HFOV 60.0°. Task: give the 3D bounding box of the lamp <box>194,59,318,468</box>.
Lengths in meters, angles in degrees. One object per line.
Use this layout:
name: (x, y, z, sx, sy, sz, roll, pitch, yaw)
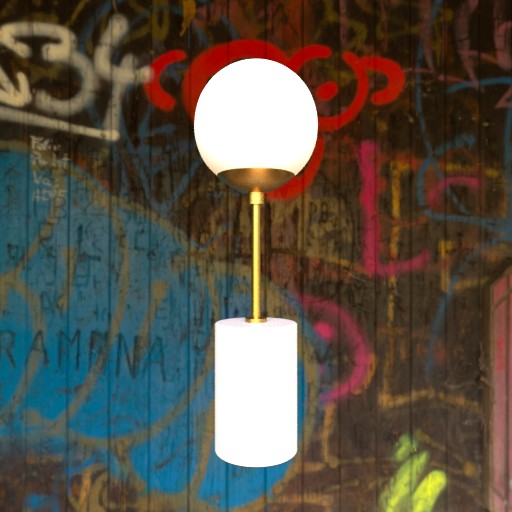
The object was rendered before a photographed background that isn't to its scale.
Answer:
lamp: (0.000, 0.000, 0.554, 0.153, 0.480, 0.153, 0, -1, 0)
